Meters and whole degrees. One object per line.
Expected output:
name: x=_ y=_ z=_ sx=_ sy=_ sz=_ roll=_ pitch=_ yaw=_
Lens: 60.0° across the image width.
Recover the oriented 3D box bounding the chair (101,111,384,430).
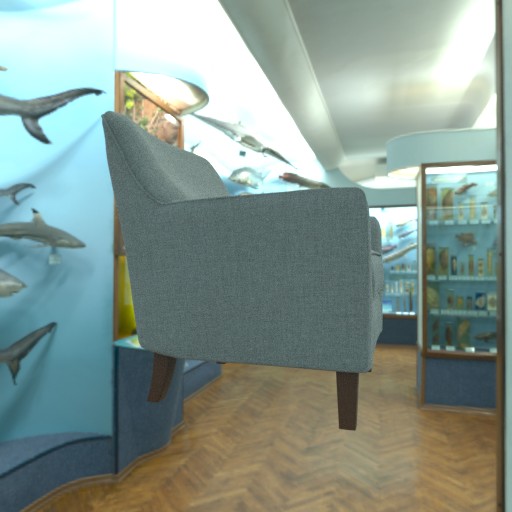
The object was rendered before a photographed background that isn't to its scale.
chair: x=0.000 y=0.000 z=1.817 sx=0.993 sy=1.047 sz=0.887 roll=0 pitch=-1 yaw=18
